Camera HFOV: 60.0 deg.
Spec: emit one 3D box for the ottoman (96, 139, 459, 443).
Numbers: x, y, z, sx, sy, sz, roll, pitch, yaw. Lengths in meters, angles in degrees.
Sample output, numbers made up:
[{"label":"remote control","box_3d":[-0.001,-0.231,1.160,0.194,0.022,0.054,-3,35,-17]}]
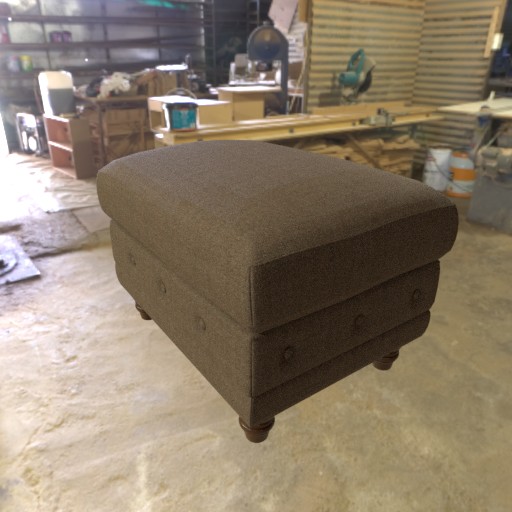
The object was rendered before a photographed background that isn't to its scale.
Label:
[{"label":"ottoman","box_3d":[0.000,0.000,1.213,0.599,0.555,0.809,-17,29,-32]}]
